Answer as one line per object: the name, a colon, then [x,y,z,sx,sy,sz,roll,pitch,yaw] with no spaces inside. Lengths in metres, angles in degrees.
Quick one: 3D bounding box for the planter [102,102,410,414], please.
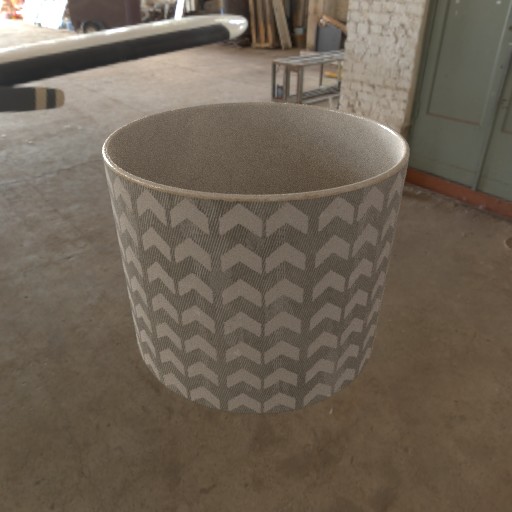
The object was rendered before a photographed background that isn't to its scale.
planter: [0.000,0.000,0.332,0.190,0.181,0.190,0,32,0]
